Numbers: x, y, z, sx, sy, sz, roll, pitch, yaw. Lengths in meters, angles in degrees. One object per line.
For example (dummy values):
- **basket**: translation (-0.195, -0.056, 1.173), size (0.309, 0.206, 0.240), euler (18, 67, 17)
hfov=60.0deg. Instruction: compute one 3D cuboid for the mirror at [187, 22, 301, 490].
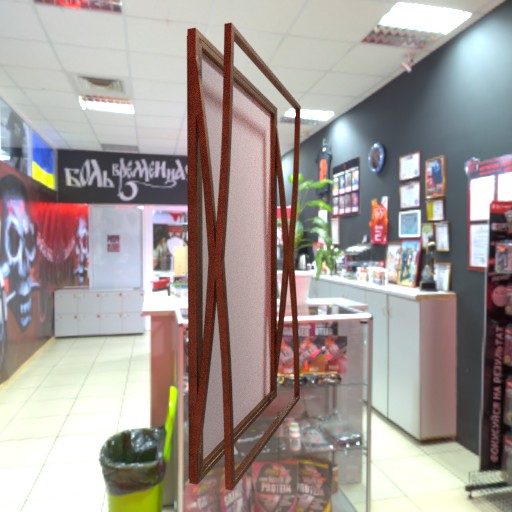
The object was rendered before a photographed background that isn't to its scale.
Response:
- **mirror**: translation (0.000, 0.000, 0.955), size (0.082, 0.768, 0.468), euler (1, 2, 20)
